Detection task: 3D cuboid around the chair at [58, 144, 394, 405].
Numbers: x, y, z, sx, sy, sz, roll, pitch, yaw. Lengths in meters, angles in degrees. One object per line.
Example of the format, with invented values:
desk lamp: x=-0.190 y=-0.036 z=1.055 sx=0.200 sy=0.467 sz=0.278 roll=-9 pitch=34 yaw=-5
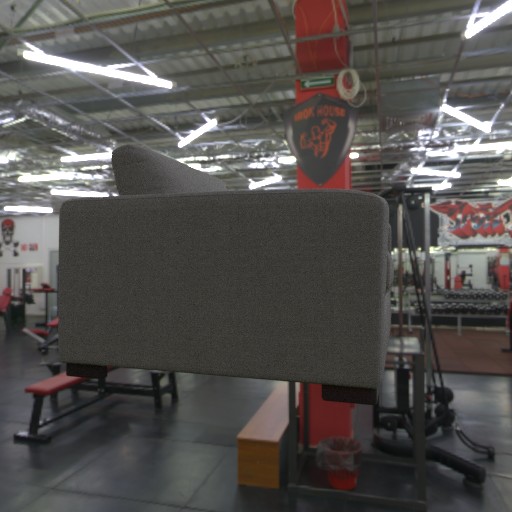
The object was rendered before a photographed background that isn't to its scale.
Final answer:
chair: x=0.000 y=0.000 z=1.865 sx=1.100 sy=0.847 sz=1.070 roll=0 pitch=-1 yaw=18
